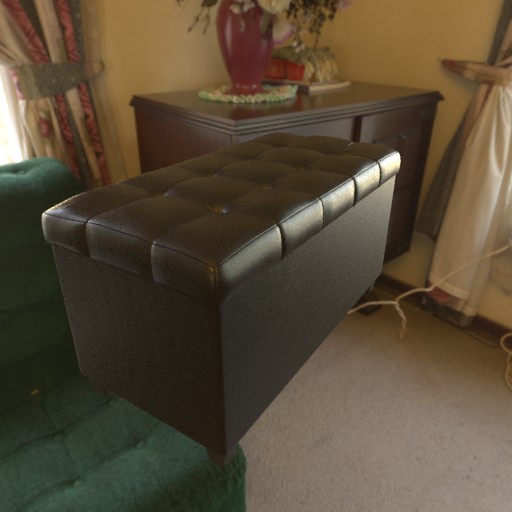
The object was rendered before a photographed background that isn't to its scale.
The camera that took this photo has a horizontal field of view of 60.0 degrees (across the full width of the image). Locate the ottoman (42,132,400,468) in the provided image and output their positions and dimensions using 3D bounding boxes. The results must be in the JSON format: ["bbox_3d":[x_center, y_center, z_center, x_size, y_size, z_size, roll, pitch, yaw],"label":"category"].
[{"bbox_3d":[0.000,0.000,1.112,0.432,0.470,0.838,17,31,30],"label":"ottoman"}]
